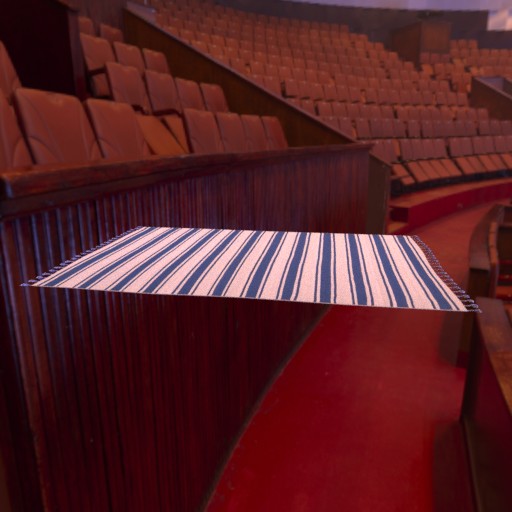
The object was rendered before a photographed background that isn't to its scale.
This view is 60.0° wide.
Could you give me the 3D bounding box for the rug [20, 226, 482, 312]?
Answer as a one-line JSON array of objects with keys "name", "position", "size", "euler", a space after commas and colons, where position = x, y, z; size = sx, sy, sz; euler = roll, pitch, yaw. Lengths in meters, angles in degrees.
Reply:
[{"name": "rug", "position": [0.000, 0.000, 2.888], "size": [2.315, 0.010, 1.544], "euler": [2, 16, 9]}]
